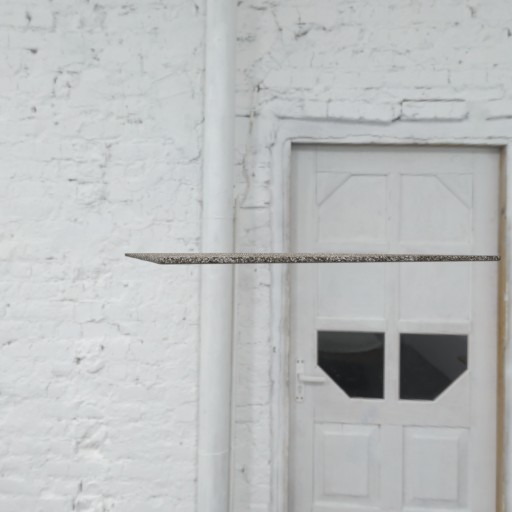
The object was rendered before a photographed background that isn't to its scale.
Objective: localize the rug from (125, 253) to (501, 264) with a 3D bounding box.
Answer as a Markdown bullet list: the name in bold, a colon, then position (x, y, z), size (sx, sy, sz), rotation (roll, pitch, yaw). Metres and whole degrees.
- **rug**: position (0.000, 0.000, 2.835), size (1.501, 0.025, 2.352), rotation (0, 1, -19)
